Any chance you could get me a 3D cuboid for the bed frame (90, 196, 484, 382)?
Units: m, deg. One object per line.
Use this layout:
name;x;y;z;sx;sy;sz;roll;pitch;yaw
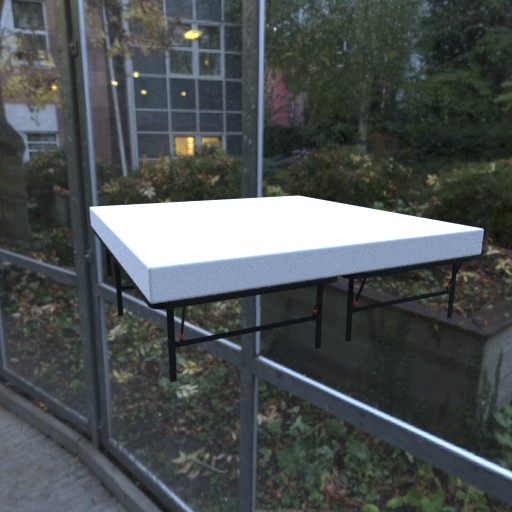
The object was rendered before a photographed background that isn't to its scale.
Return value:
bed frame;0.000;0.000;3.090;1.930;0.559;2.032;-7;15;-25
